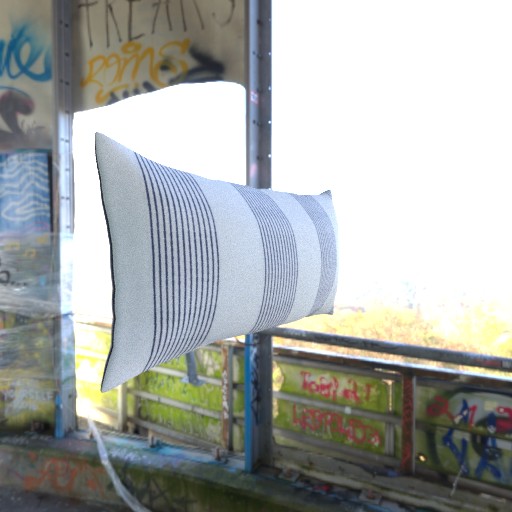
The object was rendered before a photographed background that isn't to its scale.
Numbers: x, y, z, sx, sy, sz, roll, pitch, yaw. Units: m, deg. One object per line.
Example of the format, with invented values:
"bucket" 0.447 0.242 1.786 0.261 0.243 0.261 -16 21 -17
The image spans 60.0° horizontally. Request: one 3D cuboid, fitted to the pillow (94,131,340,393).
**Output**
"pillow" 0.000 0.000 0.735 0.151 0.287 0.610 1 2 34
